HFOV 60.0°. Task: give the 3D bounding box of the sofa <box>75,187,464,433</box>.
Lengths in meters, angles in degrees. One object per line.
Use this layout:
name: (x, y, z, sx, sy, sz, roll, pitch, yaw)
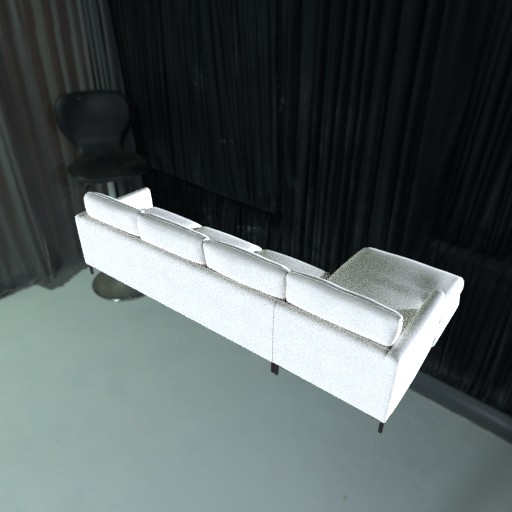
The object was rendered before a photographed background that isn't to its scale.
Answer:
sofa: (0.000, 0.000, 3.909, 3.186, 0.875, 1.467, 21, 37, 31)
